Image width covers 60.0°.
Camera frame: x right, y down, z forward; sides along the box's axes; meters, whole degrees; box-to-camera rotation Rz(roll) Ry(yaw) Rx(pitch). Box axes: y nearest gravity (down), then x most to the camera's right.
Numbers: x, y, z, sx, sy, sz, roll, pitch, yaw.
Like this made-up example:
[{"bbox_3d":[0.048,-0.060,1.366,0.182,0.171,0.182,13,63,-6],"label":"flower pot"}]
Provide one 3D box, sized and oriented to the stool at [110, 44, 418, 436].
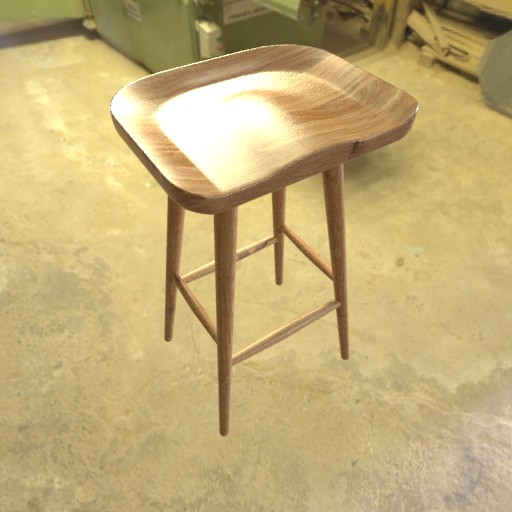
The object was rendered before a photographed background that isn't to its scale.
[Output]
[{"bbox_3d":[0.000,0.000,0.924,0.407,0.698,0.322,-25,51,-22],"label":"stool"}]
